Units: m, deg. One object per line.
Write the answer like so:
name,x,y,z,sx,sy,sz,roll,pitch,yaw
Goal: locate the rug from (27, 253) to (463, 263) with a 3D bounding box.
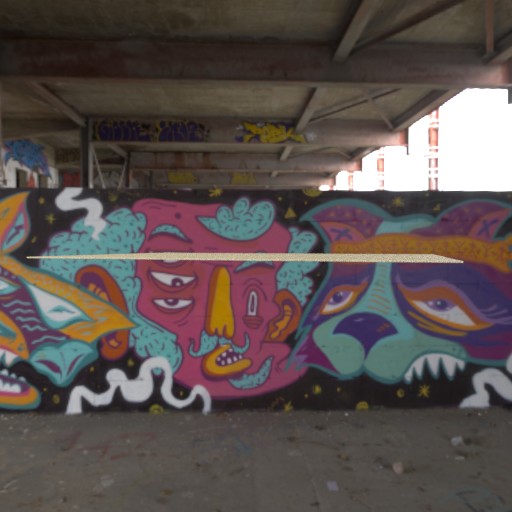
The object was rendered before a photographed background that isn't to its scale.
rug,0.000,0.000,2.218,1.747,0.006,1.143,0,1,18
